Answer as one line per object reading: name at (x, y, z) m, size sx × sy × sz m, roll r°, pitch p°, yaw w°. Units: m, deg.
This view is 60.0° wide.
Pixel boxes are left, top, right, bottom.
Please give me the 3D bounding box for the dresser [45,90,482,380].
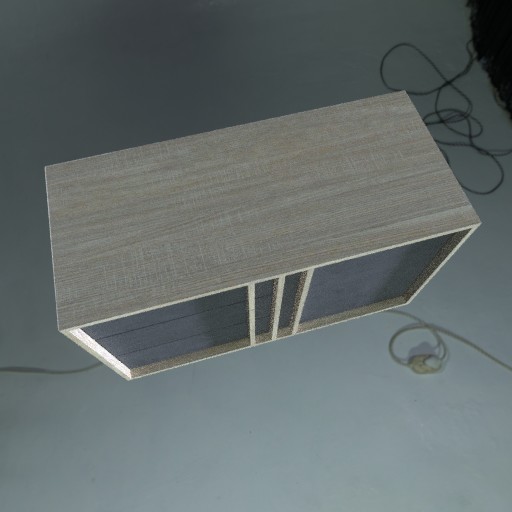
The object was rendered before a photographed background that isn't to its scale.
dresser at (0.000, 0.000, 1.572) m, size 1.110 × 0.780 × 0.500 m, roll -14°, pitch 65°, yaw -7°
